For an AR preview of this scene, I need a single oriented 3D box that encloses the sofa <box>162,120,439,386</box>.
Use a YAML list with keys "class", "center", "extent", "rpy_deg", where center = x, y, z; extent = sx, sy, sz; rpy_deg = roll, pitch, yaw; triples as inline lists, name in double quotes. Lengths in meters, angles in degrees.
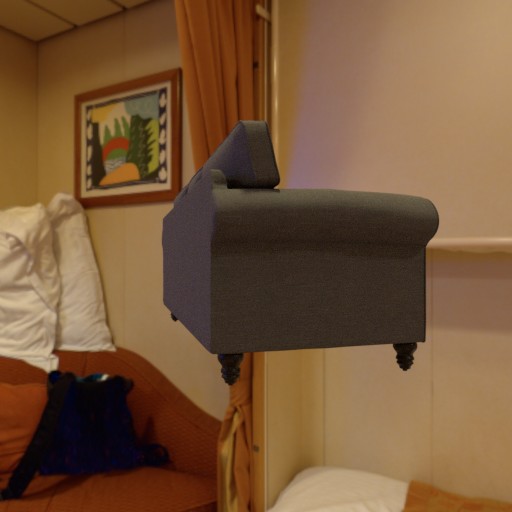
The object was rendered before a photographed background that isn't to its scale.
- class: "sofa"
  center: [0.000, 0.000, 2.583]
  extent: [0.909, 0.966, 2.084]
  rpy_deg: [0, -1, -17]
